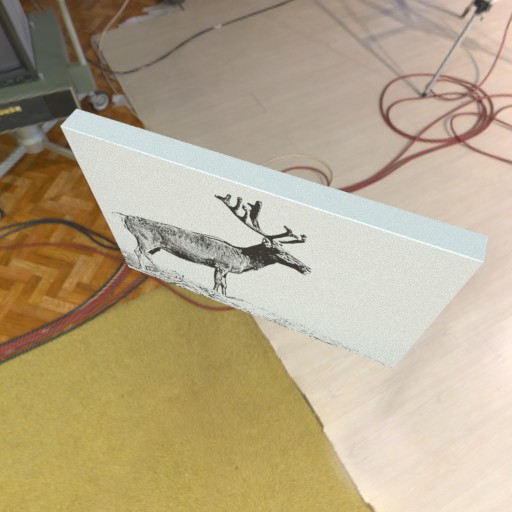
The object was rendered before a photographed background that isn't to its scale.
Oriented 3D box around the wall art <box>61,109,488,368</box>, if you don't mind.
[{"bbox_3d":[0.000,0.000,0.779,0.608,0.414,0.042,20,60,12],"label":"wall art"}]
